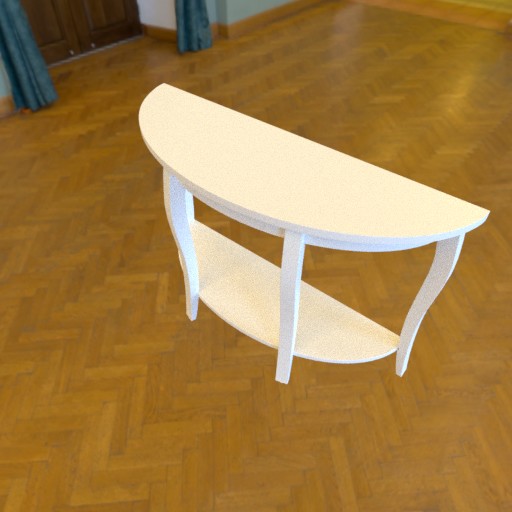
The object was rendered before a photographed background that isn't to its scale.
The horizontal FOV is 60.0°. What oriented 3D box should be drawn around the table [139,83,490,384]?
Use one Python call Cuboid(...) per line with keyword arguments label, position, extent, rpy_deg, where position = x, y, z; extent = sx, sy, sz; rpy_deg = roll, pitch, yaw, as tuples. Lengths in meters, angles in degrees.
Cuboid(label="table", position=(0.000, 0.000, 1.568), extent=(1.219, 0.780, 0.394), rpy_deg=(30, 52, 27))
